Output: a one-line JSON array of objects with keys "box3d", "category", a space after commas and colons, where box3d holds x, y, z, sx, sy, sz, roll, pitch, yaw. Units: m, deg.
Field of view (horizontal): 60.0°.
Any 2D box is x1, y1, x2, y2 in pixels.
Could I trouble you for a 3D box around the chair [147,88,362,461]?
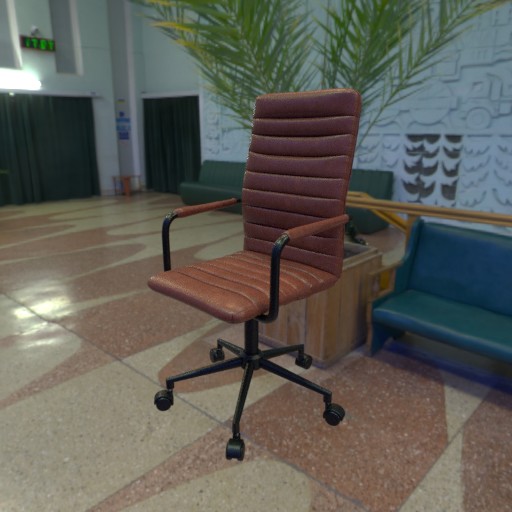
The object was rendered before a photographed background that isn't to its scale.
[{"box3d": [0.000, 0.000, 1.366, 0.608, 0.979, 0.580, 15, 21, 43], "category": "chair"}]
